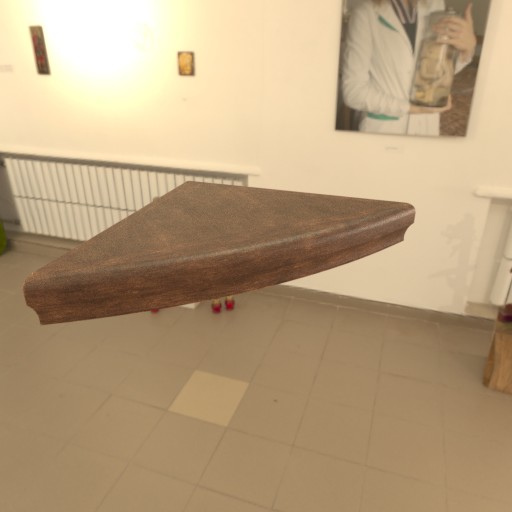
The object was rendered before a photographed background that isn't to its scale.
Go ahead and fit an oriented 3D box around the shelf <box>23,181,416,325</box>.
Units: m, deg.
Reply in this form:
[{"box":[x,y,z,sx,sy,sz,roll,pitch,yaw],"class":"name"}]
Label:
[{"box":[0.000,0.000,0.464,0.310,0.050,0.310,8,27,17],"class":"shelf"}]
